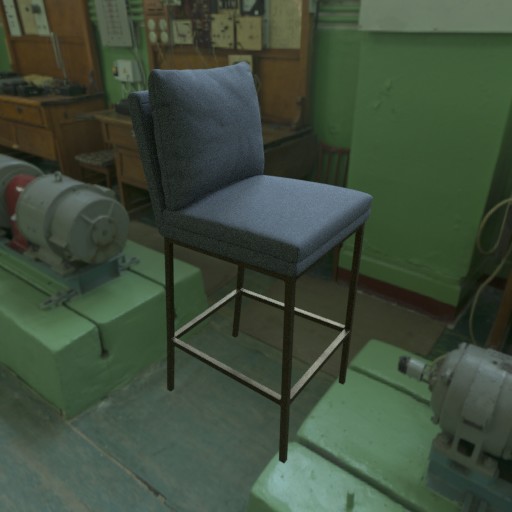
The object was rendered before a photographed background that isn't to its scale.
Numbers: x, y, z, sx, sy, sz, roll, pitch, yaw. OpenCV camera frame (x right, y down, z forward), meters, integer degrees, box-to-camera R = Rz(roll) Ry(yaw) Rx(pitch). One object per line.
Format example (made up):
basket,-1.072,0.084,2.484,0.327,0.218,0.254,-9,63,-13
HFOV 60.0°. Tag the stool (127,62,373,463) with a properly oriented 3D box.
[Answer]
stool,0.000,0.000,1.436,0.569,1.130,0.463,18,33,31
